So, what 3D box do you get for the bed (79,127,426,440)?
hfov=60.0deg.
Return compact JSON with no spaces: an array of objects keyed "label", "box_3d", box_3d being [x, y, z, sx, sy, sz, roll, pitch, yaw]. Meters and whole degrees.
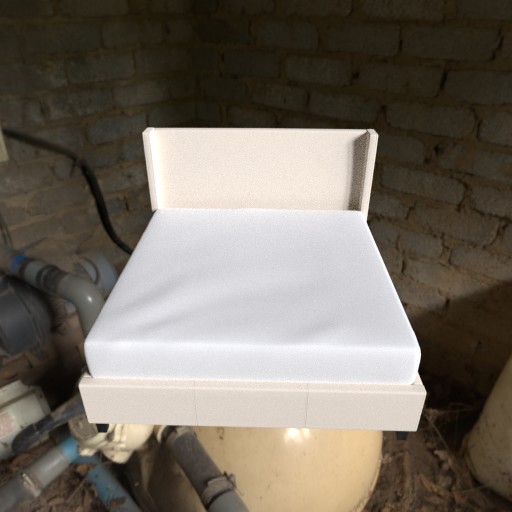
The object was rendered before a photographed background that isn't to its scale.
[{"label":"bed","box_3d":[0.000,0.000,3.544,2.145,1.471,2.293,1,30,1]}]
